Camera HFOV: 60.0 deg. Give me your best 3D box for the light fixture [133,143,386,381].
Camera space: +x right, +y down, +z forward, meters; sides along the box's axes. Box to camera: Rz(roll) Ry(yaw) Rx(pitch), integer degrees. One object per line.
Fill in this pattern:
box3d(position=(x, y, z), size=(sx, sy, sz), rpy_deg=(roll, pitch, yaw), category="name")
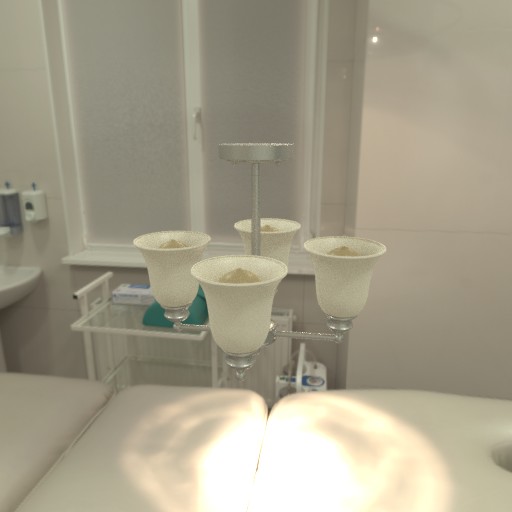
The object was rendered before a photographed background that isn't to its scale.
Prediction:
box3d(position=(0.000, 0.000, 0.757), size=(0.427, 0.370, 0.427), rpy_deg=(2, 16, 9), category="light fixture")
